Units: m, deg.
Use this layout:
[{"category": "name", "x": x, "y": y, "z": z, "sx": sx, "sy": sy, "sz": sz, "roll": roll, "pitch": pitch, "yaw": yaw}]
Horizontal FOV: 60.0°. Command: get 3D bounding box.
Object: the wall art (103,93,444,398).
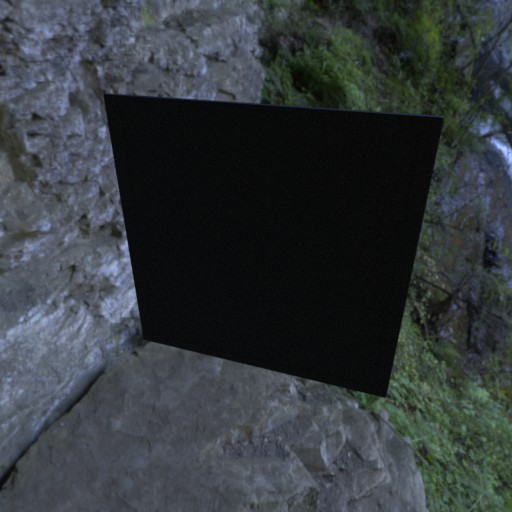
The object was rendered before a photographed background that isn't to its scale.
[{"category": "wall art", "x": 0.000, "y": 0.000, "z": 0.845, "sx": 0.562, "sy": 0.558, "sz": 0.012, "roll": 10, "pitch": 31, "yaw": 16}]
